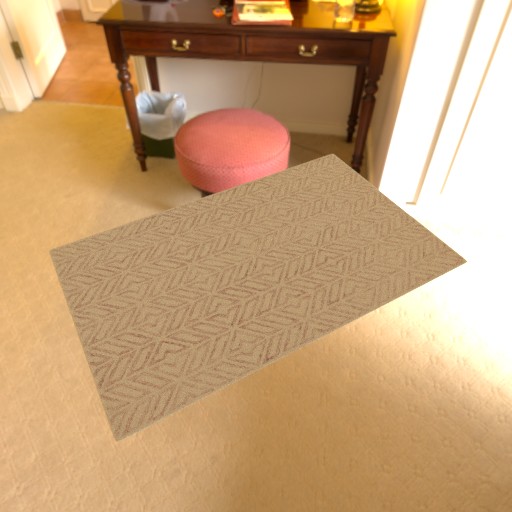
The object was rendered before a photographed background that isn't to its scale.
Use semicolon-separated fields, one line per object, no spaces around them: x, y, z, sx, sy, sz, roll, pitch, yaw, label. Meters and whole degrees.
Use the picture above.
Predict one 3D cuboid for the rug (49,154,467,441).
0.000;0.000;3.033;2.438;0.008;1.523;-22;50;-20;rug
